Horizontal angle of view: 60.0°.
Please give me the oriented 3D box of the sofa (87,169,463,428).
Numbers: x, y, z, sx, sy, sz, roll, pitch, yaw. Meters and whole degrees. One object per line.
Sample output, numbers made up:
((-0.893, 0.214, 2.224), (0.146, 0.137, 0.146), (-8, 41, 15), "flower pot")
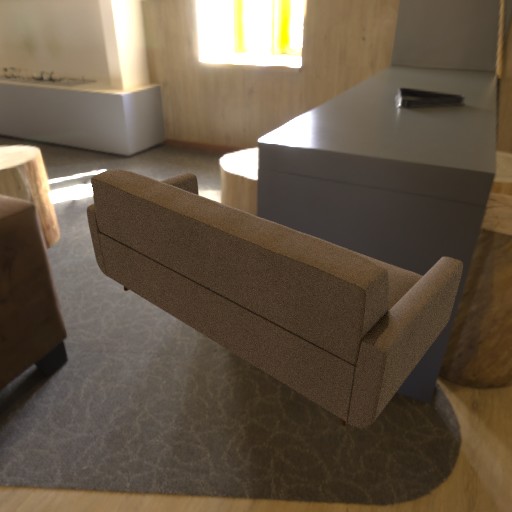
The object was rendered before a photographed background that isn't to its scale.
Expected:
((0.000, 0.000, 2.564), (2.029, 0.841, 0.909), (23, 37, 34), "sofa")
